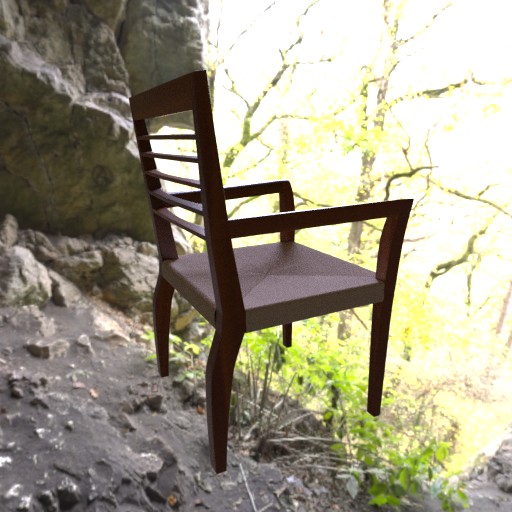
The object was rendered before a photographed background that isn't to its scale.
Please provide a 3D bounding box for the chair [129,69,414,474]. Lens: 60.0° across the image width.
[{"bbox_3d":[0.000,0.000,1.220,0.540,0.855,0.587,-7,16,-26],"label":"chair"}]
